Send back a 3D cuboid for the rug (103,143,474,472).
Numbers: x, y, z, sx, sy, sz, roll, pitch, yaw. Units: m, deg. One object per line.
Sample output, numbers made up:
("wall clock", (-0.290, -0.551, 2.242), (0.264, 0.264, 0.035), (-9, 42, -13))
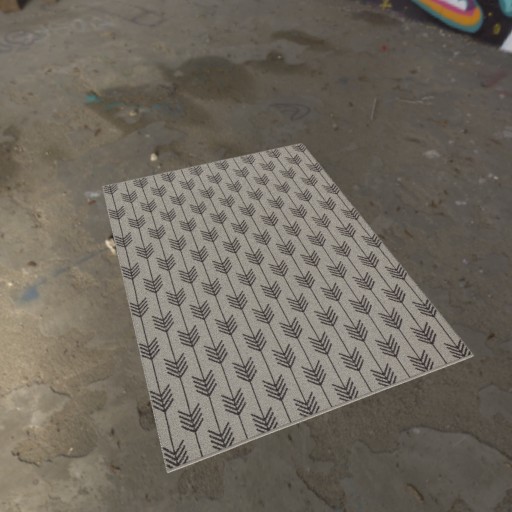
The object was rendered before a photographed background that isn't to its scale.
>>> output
("rug", (0.000, 0.000, 4.003), (2.330, 0.010, 3.061), (-15, 49, -14))
